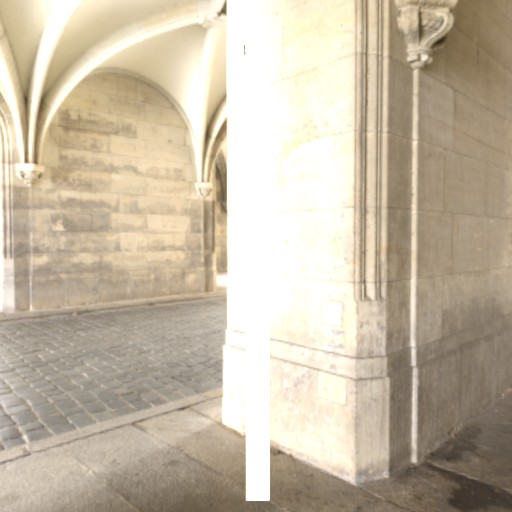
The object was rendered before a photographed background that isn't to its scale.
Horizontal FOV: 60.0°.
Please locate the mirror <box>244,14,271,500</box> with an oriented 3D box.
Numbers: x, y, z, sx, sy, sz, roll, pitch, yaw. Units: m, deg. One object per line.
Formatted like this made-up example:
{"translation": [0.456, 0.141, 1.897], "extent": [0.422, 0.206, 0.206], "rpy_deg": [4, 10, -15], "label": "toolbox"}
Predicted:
{"translation": [0.000, 0.000, 0.900], "extent": [0.040, 0.710, 0.507], "rpy_deg": [0, 2, 0], "label": "mirror"}
